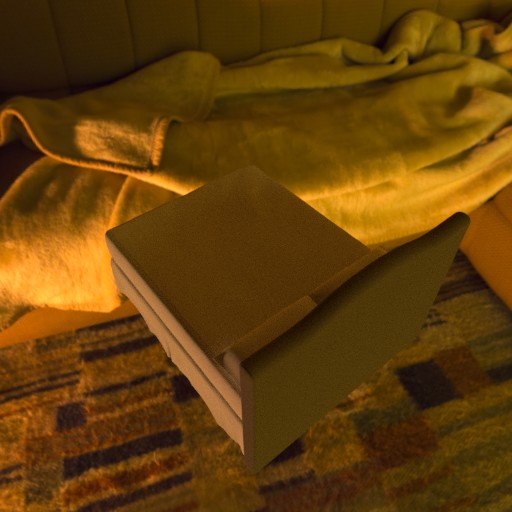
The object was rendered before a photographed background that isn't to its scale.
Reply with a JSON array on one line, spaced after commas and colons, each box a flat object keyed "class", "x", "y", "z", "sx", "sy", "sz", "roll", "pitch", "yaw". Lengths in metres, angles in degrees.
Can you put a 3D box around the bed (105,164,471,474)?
[{"class": "bed", "x": 0.000, "y": 0.000, "z": 3.223, "sx": 1.666, "sy": 1.387, "sz": 2.036, "roll": -30, "pitch": 53, "yaw": -26}]
